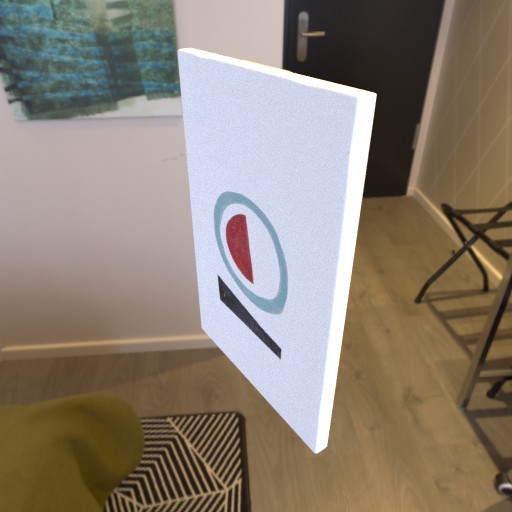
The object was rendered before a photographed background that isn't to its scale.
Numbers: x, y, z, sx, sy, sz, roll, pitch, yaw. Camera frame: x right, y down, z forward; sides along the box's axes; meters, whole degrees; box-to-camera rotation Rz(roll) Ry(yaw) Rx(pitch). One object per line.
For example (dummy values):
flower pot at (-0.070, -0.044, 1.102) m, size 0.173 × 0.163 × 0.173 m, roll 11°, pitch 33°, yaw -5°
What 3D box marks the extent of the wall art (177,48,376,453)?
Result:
wall art at (0.000, 0.000, 1.130) m, size 0.048 × 0.902 × 0.602 m, roll -21°, pitch 38°, yaw -29°
